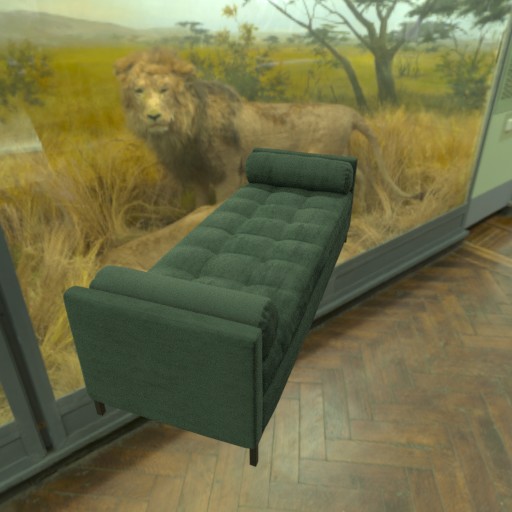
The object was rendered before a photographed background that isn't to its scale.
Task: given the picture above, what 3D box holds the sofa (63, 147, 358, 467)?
[{"bbox_3d":[0.000,0.000,2.531,0.817,0.681,2.130,10,31,17],"label":"sofa"}]
